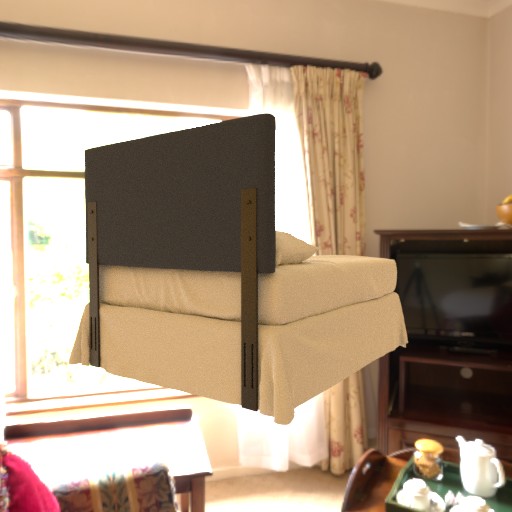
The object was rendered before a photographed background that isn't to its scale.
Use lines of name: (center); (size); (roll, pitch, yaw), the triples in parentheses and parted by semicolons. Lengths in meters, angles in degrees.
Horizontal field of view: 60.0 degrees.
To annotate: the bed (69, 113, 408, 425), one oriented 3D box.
bed: (0.000, 0.000, 3.595); (1.936, 1.577, 2.222); (1, 3, 36)
